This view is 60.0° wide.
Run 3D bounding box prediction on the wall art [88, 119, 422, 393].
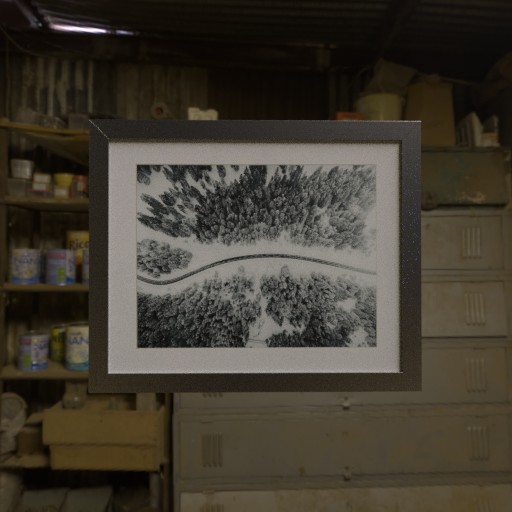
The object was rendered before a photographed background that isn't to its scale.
[{"bbox_3d":[0.000,0.000,0.759,0.557,0.456,0.032,0,-1,-1],"label":"wall art"}]
